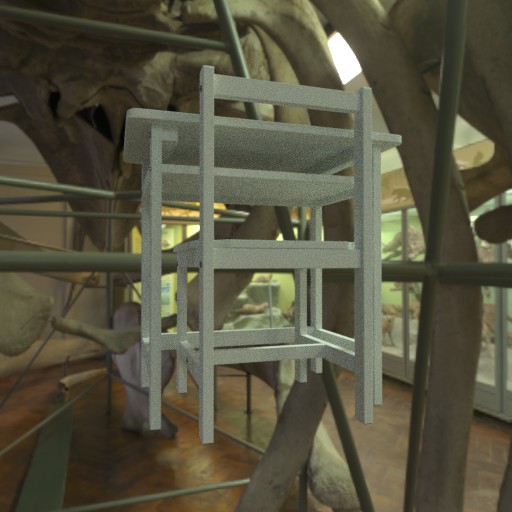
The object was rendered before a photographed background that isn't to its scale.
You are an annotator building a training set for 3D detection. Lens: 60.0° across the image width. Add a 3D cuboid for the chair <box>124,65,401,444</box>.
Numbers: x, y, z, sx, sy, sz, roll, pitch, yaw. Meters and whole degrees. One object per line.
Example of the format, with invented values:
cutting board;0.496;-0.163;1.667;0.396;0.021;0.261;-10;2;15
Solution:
chair;0.000;0.000;1.054;0.599;0.673;0.461;0;-1;-18
